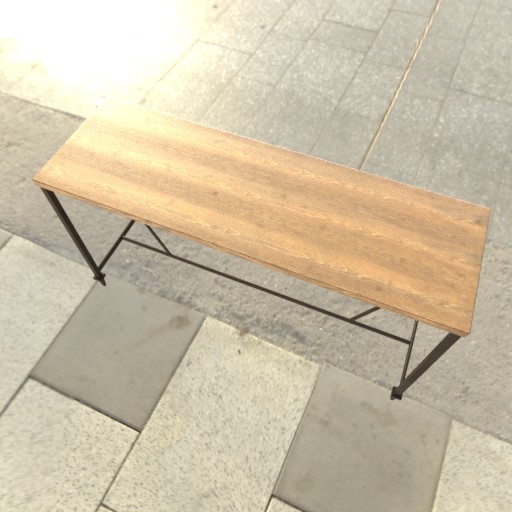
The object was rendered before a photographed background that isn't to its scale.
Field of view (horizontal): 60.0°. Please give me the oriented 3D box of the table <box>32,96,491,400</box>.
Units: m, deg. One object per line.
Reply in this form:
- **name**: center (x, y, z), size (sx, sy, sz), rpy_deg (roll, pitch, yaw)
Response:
- **table**: center (0.000, 0.000, 2.093), size (1.700, 0.902, 0.551), rpy_deg (19, 60, 12)
